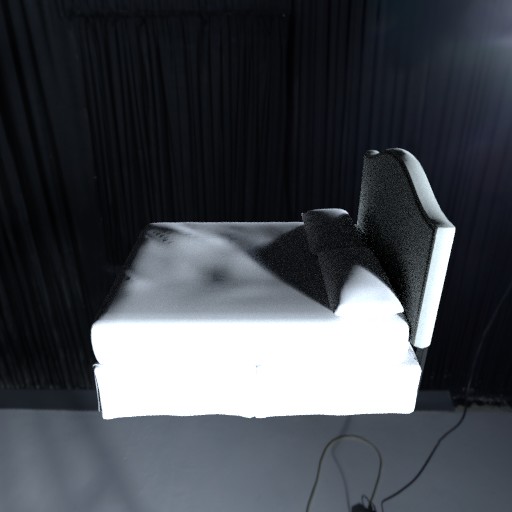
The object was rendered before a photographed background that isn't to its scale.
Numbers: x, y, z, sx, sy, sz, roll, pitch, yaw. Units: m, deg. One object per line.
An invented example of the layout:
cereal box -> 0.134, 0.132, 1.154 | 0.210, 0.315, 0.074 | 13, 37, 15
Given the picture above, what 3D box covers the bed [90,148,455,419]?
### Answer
bed -> 0.000, 0.000, 3.423 | 2.180, 1.607, 1.813 | 0, 27, 0
